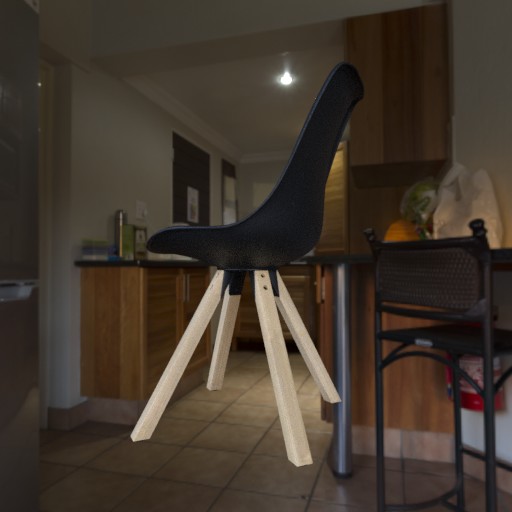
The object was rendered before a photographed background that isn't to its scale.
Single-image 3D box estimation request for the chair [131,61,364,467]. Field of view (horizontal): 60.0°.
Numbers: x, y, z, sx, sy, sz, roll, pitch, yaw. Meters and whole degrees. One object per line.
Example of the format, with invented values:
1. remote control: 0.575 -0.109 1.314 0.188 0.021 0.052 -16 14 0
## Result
1. chair: 0.000 0.000 1.155 0.549 0.850 0.485 0 -1 19
